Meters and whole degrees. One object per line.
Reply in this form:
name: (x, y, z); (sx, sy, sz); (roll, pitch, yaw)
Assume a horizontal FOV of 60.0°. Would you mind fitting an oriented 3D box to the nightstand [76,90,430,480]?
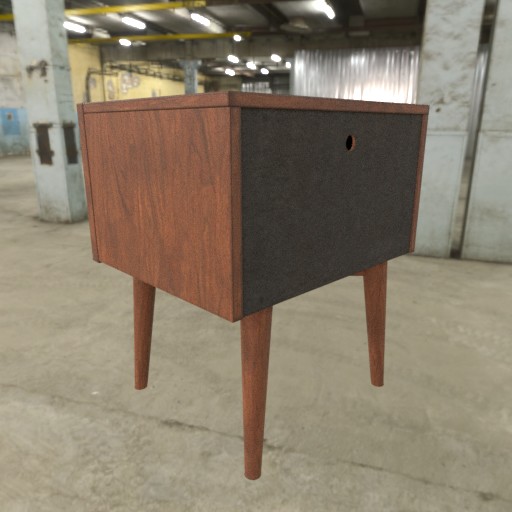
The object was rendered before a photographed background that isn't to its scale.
nightstand: (0.000, 0.000, 0.935); (0.521, 0.607, 0.445); (-15, 22, -42)
